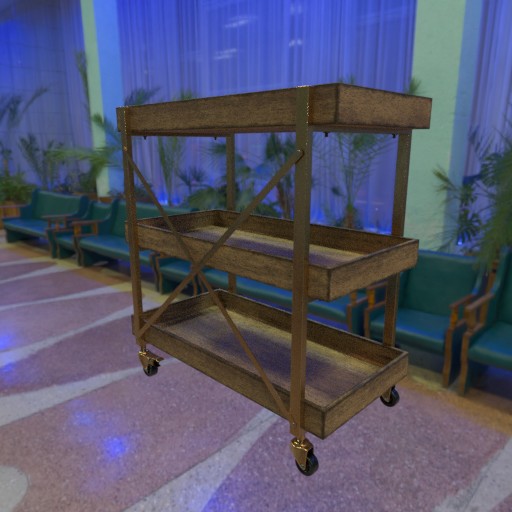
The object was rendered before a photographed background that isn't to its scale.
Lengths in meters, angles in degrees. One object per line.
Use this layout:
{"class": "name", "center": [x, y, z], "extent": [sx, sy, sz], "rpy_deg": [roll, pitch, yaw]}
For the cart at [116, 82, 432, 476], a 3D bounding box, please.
{"class": "cart", "center": [0.000, 0.000, 1.221], "extent": [0.750, 0.799, 0.416], "rpy_deg": [14, 19, 43]}
